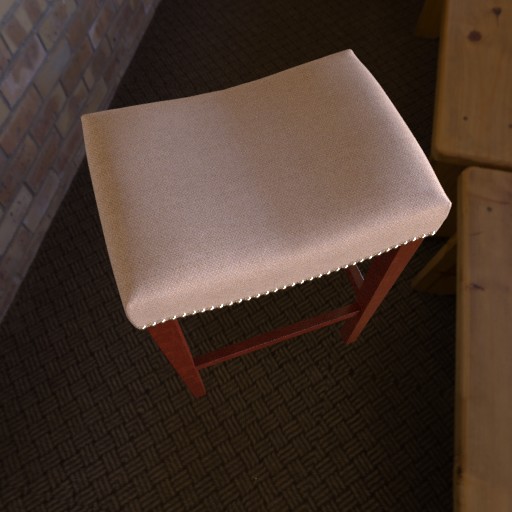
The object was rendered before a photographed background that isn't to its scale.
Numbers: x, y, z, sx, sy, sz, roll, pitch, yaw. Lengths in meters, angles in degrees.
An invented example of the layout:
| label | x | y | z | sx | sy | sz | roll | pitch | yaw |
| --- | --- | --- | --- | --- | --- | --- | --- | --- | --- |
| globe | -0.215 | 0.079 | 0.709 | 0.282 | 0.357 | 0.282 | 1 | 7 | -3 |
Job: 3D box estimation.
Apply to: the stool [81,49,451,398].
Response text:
| label | x | y | z | sx | sy | sz | roll | pitch | yaw |
| --- | --- | --- | --- | --- | --- | --- | --- | --- | --- |
| stool | 0.000 | 0.000 | 0.997 | 0.504 | 0.742 | 0.372 | -17 | 65 | -9 |
